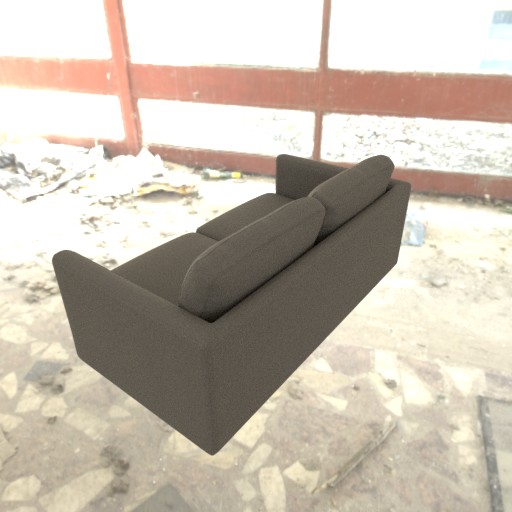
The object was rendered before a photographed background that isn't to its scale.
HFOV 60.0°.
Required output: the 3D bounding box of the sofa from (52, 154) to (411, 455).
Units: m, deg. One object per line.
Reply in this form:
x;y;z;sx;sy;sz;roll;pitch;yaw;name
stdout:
0.000;0.000;2.299;0.940;0.866;1.713;21;37;32;sofa
